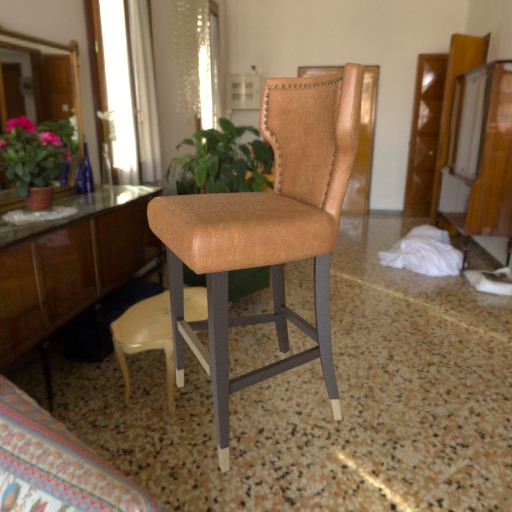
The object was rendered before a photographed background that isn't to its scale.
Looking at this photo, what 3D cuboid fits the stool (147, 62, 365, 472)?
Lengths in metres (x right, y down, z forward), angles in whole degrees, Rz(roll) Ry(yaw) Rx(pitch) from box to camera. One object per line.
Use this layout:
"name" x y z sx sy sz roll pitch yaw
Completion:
"stool" 0.000 0.000 1.392 0.563 1.092 0.526 -8 18 -24
